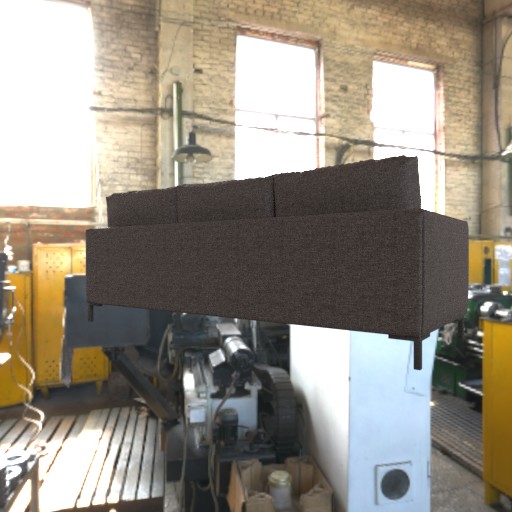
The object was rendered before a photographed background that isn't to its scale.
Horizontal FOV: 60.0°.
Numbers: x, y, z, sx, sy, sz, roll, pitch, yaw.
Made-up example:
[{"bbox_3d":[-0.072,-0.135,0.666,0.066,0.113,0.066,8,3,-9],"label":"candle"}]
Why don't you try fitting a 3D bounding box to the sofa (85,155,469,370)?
[{"bbox_3d":[0.000,0.000,2.691,2.253,0.882,0.876,0,0,36],"label":"sofa"}]
